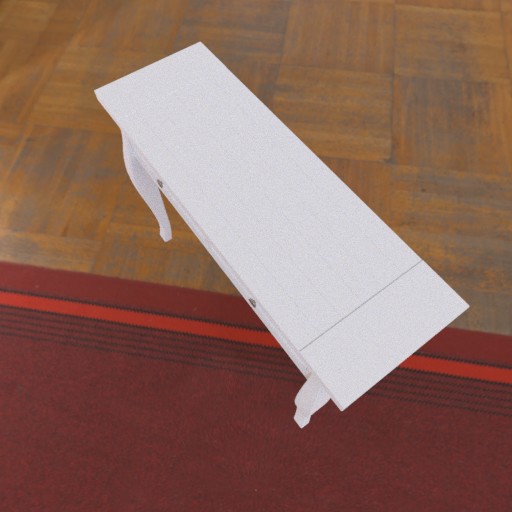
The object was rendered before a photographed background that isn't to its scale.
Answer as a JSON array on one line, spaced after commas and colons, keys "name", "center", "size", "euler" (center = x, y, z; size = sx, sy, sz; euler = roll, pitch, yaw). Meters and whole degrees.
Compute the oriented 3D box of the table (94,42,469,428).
[{"name": "table", "center": [0.000, 0.000, 1.437], "size": [0.373, 0.768, 1.062], "euler": [-33, 67, -16]}]
